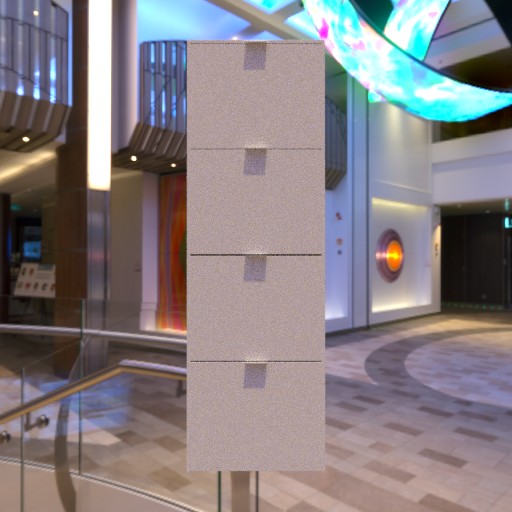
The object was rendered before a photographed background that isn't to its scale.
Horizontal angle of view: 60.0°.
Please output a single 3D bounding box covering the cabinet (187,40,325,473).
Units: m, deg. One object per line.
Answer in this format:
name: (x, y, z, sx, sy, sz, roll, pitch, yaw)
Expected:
cabinet: (0.000, 0.000, 1.774, 0.520, 1.630, 0.255, 0, 0, 0)
